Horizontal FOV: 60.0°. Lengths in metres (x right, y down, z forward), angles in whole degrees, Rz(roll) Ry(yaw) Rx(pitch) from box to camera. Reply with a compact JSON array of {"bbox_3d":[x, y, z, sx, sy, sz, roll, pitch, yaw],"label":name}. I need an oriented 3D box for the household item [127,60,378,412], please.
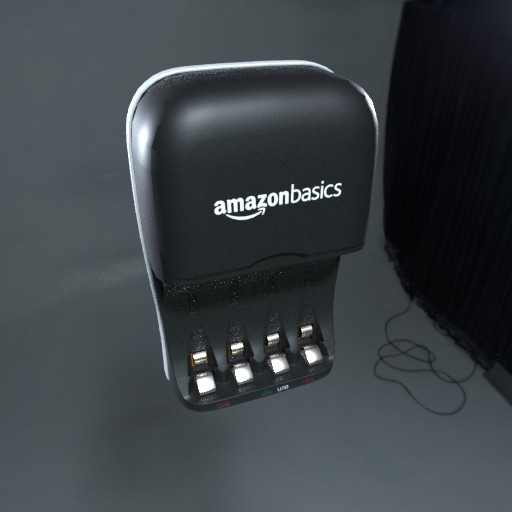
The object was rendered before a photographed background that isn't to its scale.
[{"bbox_3d":[0.000,0.000,0.145,0.070,0.114,0.038,-11,33,-17],"label":"household item"}]
